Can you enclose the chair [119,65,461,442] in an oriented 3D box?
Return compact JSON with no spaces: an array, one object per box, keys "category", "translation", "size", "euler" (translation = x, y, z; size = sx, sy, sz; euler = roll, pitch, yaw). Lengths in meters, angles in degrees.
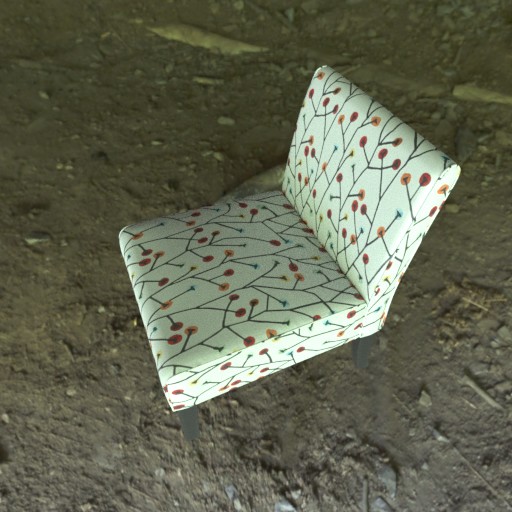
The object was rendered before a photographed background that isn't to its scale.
[{"category":"chair","translation":[0.000,0.000,1.322],"size":[0.732,0.813,0.597],"euler":[-17,48,-16]}]
